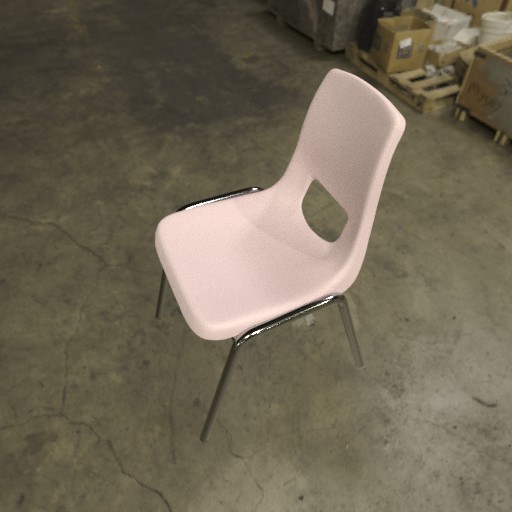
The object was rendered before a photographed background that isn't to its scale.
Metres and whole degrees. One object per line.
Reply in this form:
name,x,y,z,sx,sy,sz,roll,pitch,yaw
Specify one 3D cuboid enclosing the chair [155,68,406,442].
chair,0.000,0.000,0.919,0.436,0.653,0.381,-18,49,-17
